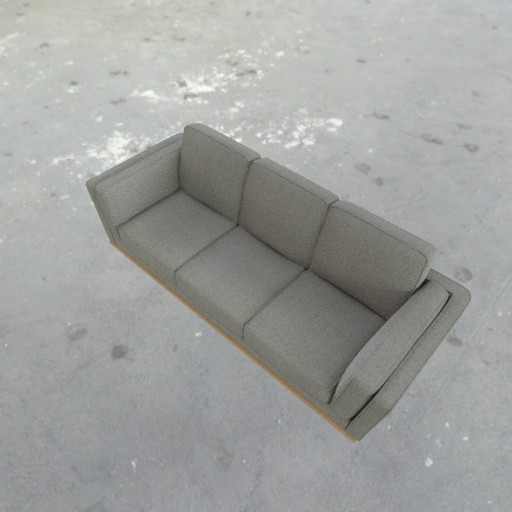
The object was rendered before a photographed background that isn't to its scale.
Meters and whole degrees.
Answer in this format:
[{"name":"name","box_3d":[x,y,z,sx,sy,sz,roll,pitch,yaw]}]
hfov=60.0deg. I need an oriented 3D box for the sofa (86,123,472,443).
[{"name":"sofa","box_3d":[0.000,0.000,2.822,2.362,0.899,0.903,34,56,27]}]
